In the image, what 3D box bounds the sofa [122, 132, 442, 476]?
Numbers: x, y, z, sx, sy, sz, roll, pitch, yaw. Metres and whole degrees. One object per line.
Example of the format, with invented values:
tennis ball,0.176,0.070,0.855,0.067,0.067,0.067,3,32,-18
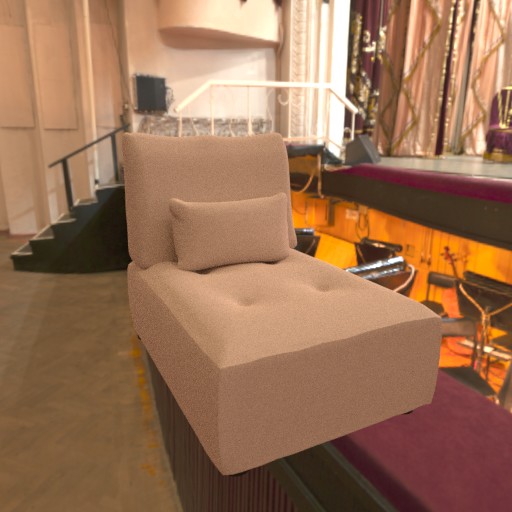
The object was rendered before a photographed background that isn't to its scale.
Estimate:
sofa,0.000,0.000,1.511,0.700,0.820,1.000,-8,17,-26
